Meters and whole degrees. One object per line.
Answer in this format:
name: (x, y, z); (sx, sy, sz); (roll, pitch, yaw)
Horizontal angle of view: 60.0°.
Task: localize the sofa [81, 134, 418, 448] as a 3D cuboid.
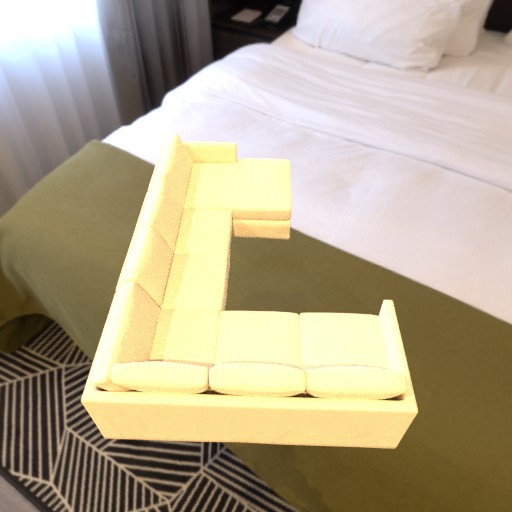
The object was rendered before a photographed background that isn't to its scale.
sofa: (0.000, 0.000, 4.521); (2.427, 0.882, 3.460); (1, 46, 1)
